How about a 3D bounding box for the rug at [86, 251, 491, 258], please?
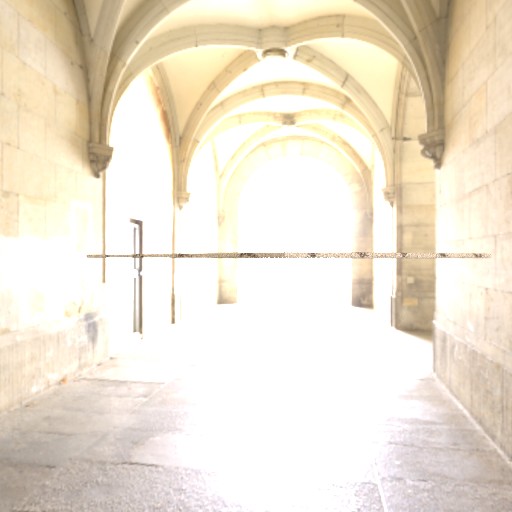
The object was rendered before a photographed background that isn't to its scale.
[{"bbox_3d":[0.000,0.000,3.431,1.778,0.030,2.743,0,0,-37],"label":"rug"}]
